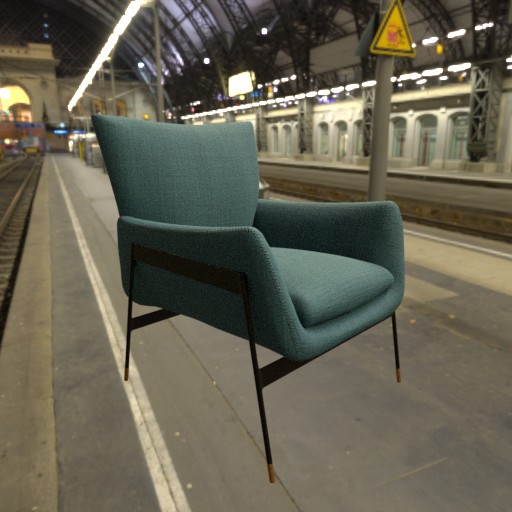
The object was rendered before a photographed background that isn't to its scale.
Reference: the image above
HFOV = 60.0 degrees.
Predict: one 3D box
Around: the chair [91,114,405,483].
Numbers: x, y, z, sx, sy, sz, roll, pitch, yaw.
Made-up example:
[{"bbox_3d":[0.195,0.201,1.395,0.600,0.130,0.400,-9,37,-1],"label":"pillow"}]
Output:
[{"bbox_3d":[0.000,0.000,1.400,0.769,0.859,0.678,13,19,43],"label":"chair"}]
